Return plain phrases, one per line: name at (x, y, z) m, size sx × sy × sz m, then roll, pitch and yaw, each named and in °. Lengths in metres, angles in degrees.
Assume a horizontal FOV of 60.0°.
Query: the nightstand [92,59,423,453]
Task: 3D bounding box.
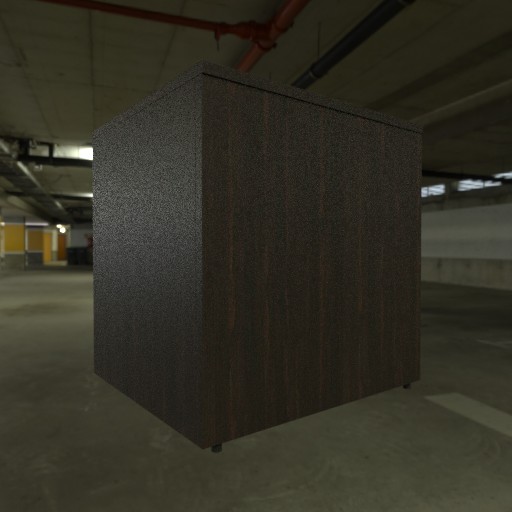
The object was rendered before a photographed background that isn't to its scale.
nightstand at (0.000, 0.000, 0.809) m, size 0.461 × 0.460 × 0.400 m, roll -1°, pitch 1°, yaw -37°
